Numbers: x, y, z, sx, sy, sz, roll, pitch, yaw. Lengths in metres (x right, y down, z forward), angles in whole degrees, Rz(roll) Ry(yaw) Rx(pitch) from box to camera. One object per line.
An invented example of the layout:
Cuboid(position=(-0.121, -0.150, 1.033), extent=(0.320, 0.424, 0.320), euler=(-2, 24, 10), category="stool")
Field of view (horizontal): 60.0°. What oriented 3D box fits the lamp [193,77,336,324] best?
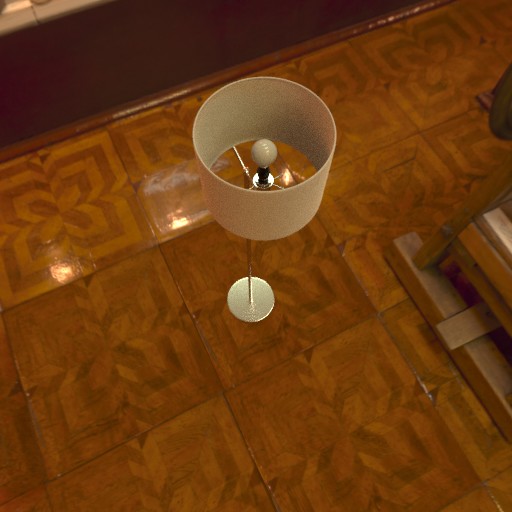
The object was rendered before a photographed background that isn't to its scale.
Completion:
Cuboid(position=(0.000, 0.000, 1.744), extent=(0.324, 1.600, 0.416), euler=(-22, 68, -9), category="lamp")
